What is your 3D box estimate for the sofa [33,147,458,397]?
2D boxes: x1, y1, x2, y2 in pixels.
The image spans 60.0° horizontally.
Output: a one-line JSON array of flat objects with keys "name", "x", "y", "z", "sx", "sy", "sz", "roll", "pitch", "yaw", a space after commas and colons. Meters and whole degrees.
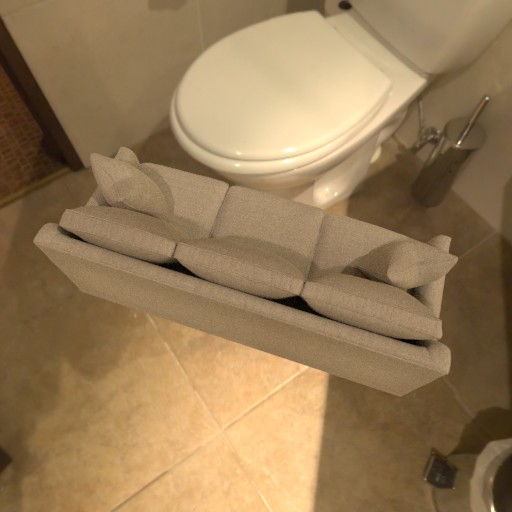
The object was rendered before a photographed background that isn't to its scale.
[{"name": "sofa", "x": 0.000, "y": 0.000, "z": 2.504, "sx": 2.031, "sy": 0.914, "sz": 0.865, "roll": 17, "pitch": 66, "yaw": 8}]
